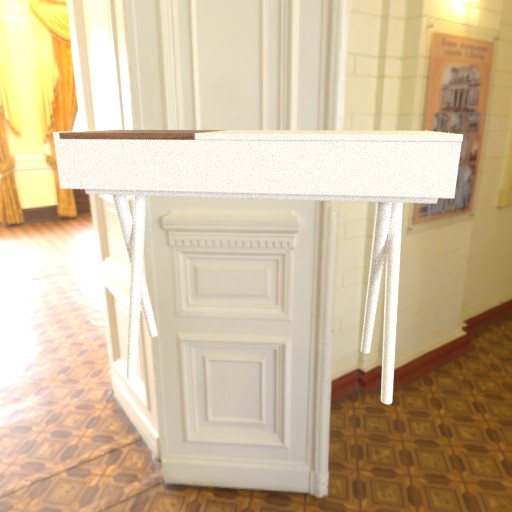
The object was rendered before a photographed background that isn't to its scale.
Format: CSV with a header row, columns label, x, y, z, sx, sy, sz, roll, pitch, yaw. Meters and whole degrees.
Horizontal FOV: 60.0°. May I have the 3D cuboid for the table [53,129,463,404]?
label,x,y,z,sx,sy,sz,roll,pitch,yaw
table,0.000,0.000,1.447,1.066,0.785,0.418,3,17,9
